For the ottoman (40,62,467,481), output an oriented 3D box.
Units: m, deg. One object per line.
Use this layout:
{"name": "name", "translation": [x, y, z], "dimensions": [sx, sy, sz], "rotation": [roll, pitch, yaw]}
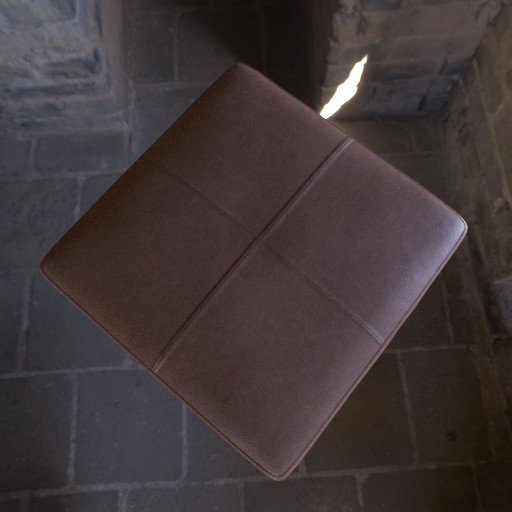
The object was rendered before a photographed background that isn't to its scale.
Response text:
{"name": "ottoman", "translation": [0.000, 0.000, 1.764], "dimensions": [1.168, 0.490, 1.168], "rotation": [38, 78, 9]}
